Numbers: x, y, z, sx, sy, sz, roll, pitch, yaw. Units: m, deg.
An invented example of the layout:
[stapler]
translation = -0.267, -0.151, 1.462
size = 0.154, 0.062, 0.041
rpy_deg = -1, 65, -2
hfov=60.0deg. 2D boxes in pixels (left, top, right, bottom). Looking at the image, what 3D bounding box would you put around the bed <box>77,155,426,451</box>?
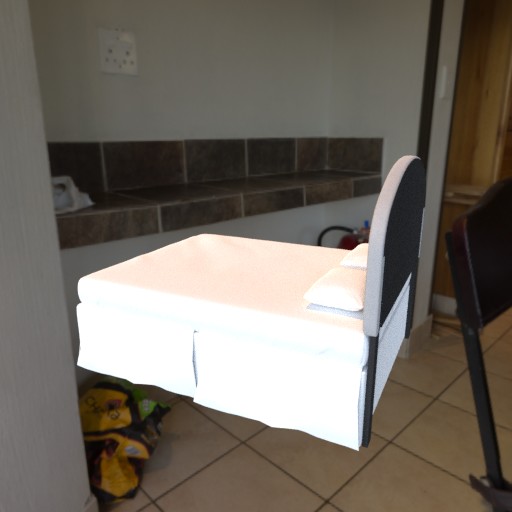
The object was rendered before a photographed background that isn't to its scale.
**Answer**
[bed]
translation = 0.000, 0.000, 3.096
size = 2.005, 1.410, 1.607
rpy_deg = 8, 17, 26
